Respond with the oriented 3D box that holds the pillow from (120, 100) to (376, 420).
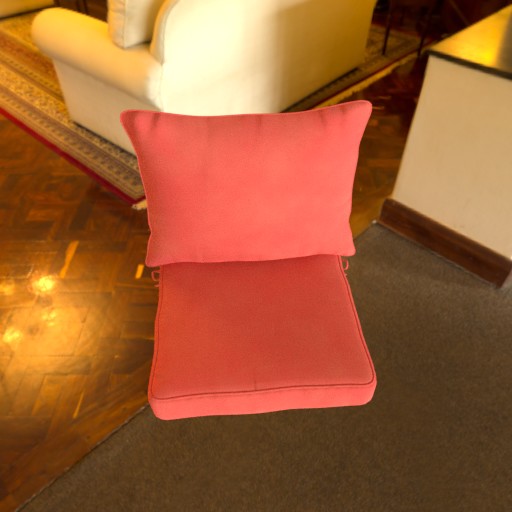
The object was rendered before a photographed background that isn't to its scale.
[{"bbox_3d":[0.000,0.000,1.391,0.798,0.725,0.733,-3,45,-3],"label":"pillow"}]
